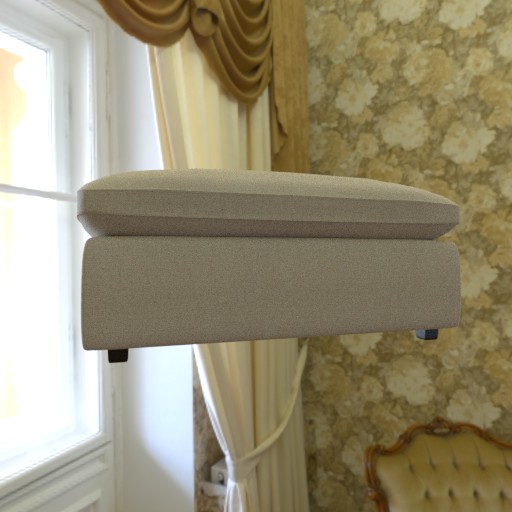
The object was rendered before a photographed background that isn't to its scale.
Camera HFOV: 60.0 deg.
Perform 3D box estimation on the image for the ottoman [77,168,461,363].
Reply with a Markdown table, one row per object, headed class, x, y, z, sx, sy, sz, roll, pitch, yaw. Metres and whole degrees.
| class | x | y | z | sx | sy | sz | roll | pitch | yaw |
| --- | --- | --- | --- | --- | --- | --- | --- | --- | --- |
| ottoman | 0.000 | 0.000 | 1.347 | 0.984 | 0.453 | 0.686 | 0 | 0 | -18 |
